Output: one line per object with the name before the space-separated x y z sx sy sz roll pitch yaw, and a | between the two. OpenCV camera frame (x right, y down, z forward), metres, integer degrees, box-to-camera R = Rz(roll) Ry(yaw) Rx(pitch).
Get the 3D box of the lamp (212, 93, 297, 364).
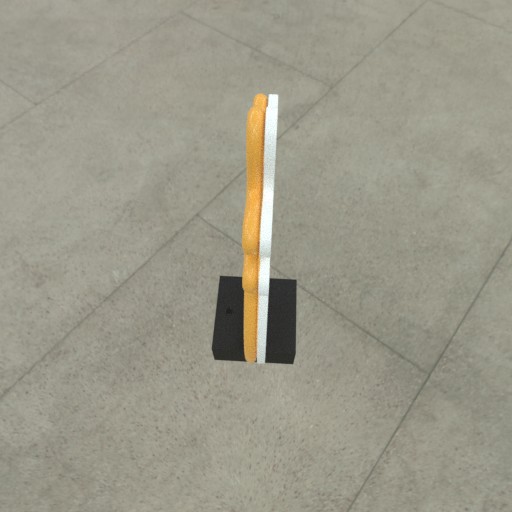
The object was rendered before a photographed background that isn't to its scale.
lamp | 0.000 0.000 0.383 0.088 0.317 0.167 3 59 2
